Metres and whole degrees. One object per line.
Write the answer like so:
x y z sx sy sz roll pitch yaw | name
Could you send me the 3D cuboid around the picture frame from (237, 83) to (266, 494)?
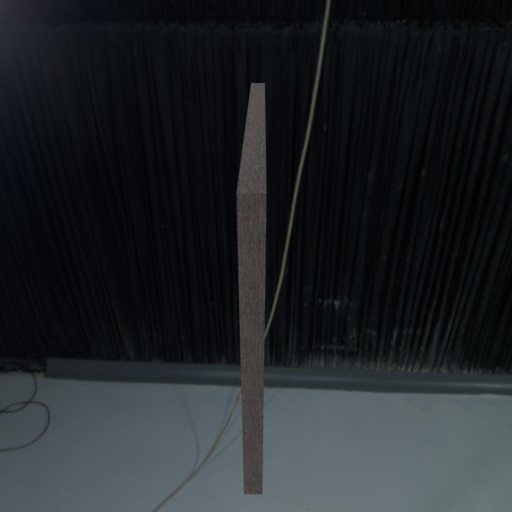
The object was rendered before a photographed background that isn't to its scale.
0.000 0.000 0.741 0.026 0.455 0.546 0 31 1 | picture frame
